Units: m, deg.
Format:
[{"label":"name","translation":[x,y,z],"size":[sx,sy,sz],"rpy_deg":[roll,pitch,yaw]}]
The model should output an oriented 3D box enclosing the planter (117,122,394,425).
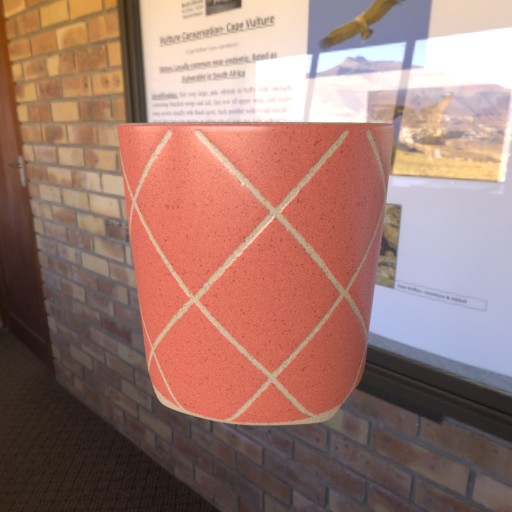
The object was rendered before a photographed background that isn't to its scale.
[{"label":"planter","translation":[0.000,0.000,0.411],"size":[0.227,0.235,0.227],"rpy_deg":[0,16,0]}]
